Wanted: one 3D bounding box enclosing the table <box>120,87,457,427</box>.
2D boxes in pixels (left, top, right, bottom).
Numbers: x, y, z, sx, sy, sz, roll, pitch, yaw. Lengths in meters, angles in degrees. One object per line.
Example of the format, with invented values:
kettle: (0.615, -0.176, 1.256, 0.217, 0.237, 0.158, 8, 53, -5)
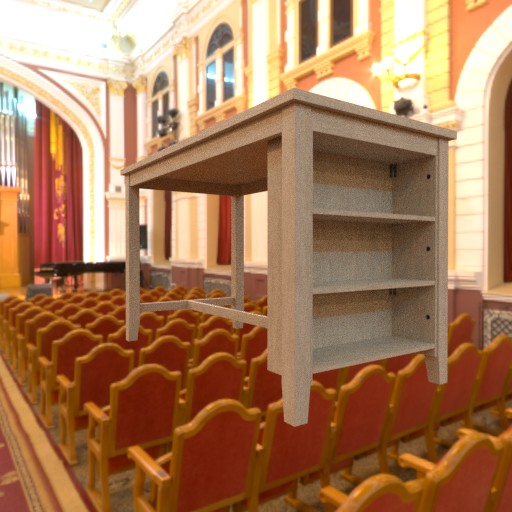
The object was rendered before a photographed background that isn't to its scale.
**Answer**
table: (0.000, 0.000, 1.909, 0.729, 0.874, 1.397, -1, 1, -34)
